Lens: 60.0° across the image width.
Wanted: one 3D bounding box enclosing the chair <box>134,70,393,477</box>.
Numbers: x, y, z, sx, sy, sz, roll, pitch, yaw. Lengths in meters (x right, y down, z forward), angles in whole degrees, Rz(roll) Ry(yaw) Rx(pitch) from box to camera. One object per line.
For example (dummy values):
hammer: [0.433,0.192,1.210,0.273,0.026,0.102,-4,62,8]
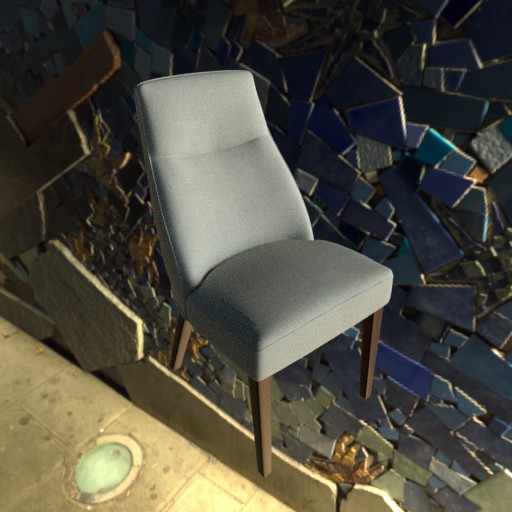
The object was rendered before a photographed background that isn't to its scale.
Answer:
chair: [0.000,0.000,1.280,0.500,0.930,0.620,-22,37,-33]
